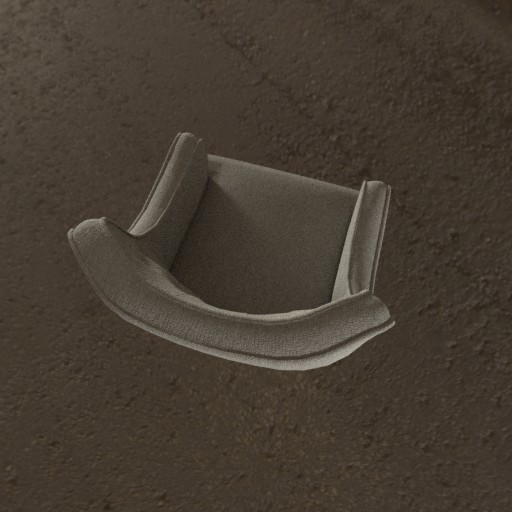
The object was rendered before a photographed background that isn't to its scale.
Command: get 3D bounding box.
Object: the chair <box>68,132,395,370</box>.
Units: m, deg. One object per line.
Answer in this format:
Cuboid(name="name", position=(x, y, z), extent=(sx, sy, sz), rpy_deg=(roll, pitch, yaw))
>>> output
Cuboid(name="chair", position=(0.000, 0.000, 1.542), extent=(0.820, 0.920, 0.910), rpy_deg=(15, 65, 7))
